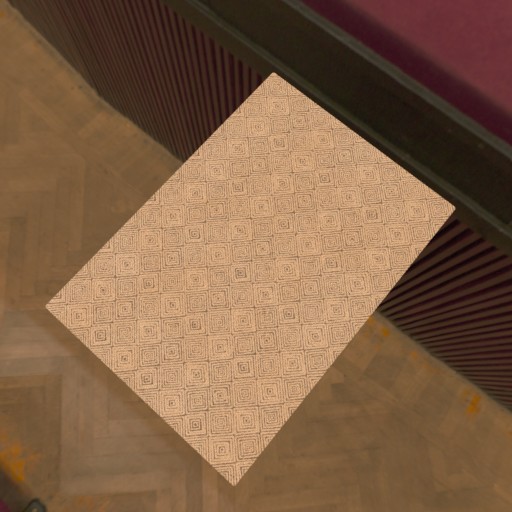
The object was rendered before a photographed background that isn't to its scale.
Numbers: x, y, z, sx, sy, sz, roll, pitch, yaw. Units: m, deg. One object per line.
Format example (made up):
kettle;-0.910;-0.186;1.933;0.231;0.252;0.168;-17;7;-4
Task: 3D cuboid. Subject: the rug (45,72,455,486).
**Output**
rug;0.000;0.000;2.878;1.593;0.008;2.238;40;79;9
